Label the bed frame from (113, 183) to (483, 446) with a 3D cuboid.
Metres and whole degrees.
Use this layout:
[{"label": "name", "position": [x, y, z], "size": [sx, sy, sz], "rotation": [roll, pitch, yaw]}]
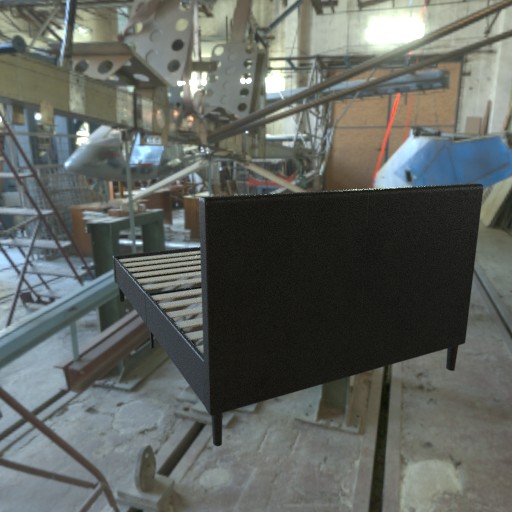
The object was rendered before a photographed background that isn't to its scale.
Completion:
[{"label": "bed frame", "position": [0.000, 0.000, 3.202], "size": [1.634, 1.127, 2.318], "rotation": [-7, 15, -26]}]
